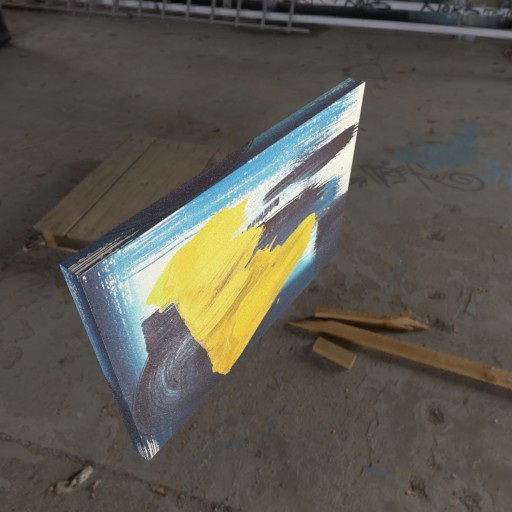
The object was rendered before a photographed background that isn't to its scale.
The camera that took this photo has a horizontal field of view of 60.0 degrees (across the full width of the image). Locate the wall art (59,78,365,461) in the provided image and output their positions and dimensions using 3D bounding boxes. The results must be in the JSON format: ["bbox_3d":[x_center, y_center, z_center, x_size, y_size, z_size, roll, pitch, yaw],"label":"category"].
[{"bbox_3d":[0.000,0.000,0.745,0.033,0.406,0.609,26,48,26],"label":"wall art"}]
